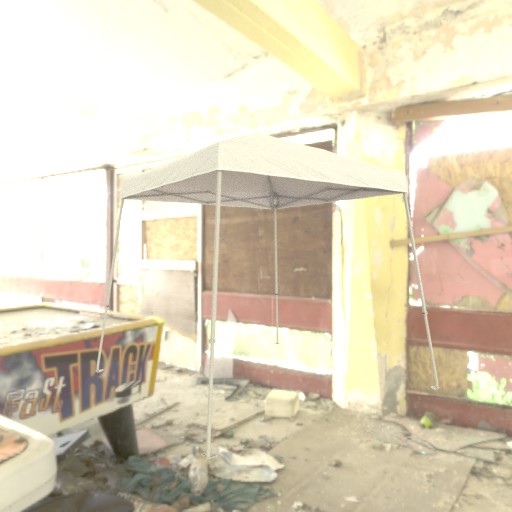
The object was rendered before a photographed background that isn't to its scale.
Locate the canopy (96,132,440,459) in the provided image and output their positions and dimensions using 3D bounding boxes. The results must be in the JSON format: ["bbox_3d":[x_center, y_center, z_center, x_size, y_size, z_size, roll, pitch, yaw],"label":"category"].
[{"bbox_3d":[0.000,0.000,6.466,3.600,3.600,3.599,0,1,-35],"label":"canopy"}]
